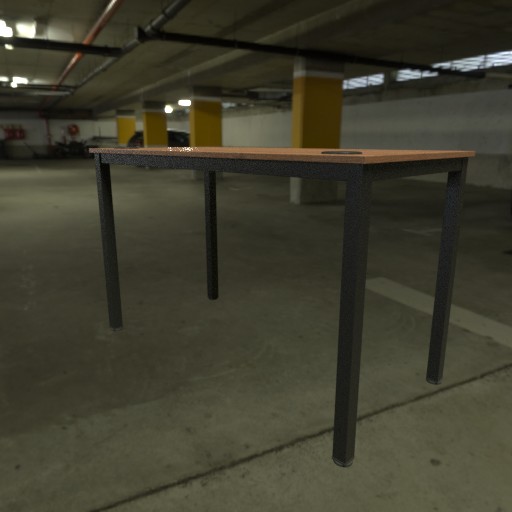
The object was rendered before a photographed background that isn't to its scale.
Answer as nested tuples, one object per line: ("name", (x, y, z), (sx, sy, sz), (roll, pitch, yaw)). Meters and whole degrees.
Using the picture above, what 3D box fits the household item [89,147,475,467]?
("household item", (0.000, 0.000, 1.583), (1.200, 0.750, 0.600), (14, 20, 43))
